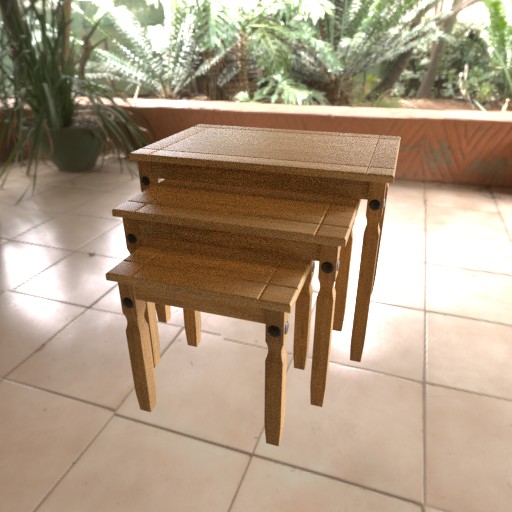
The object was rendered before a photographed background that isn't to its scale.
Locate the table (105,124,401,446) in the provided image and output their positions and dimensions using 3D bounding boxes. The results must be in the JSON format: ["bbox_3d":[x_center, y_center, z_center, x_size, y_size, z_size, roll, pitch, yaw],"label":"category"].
[{"bbox_3d":[0.000,0.000,1.210,0.660,0.535,0.773,8,28,16],"label":"table"}]
